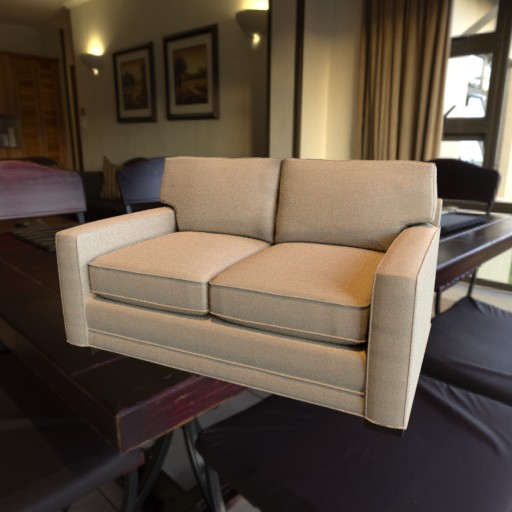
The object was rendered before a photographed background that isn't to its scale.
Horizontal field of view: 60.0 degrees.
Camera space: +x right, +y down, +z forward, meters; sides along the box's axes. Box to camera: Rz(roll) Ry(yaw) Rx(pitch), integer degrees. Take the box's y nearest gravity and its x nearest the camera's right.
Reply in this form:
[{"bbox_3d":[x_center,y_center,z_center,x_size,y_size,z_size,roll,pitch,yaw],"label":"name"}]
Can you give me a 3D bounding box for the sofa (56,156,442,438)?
[{"bbox_3d":[0.000,0.000,2.010,1.484,0.853,0.942,7,16,25],"label":"sofa"}]
